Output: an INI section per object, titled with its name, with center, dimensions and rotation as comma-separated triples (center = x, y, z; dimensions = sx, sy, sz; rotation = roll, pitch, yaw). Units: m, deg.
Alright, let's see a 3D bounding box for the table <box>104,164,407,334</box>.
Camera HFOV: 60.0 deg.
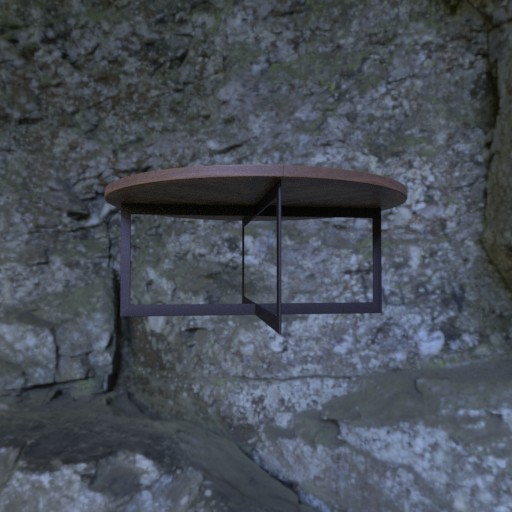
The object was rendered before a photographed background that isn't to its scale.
[table]
center = 0.000, 0.000, 1.949
dimensions = 1.264, 0.516, 1.264
rotation = 0, -2, 0
